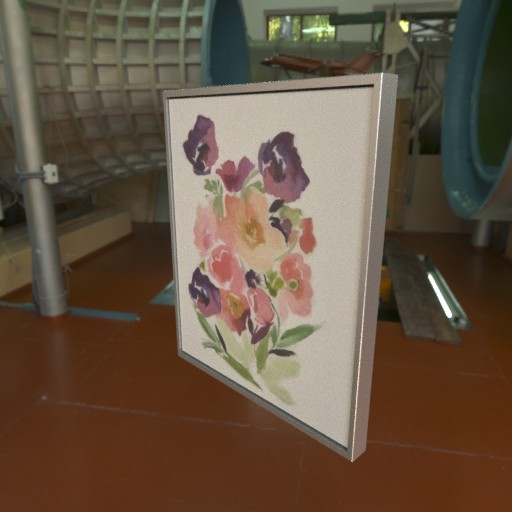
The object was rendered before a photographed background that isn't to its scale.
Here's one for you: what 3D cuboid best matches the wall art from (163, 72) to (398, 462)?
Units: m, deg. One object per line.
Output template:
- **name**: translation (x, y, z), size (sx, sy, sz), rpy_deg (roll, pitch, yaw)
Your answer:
- **wall art**: translation (0.000, 0.000, 0.759), size (0.038, 0.549, 0.452), rpy_deg (-16, 23, -42)
